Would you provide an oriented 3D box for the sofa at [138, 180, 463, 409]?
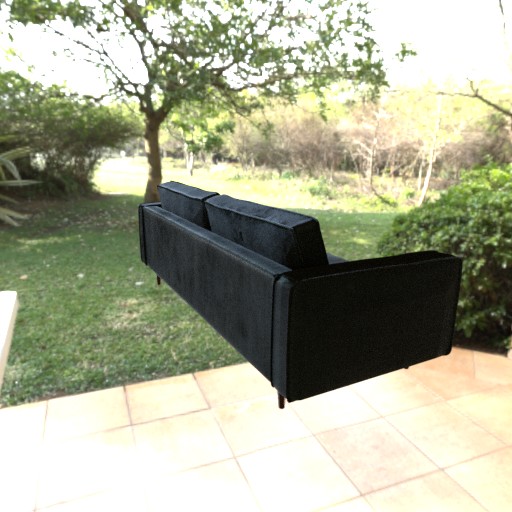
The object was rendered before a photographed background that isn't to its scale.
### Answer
[{"bbox_3d":[0.000,0.000,2.652,0.886,0.781,2.214,-8,16,-27],"label":"sofa"}]
